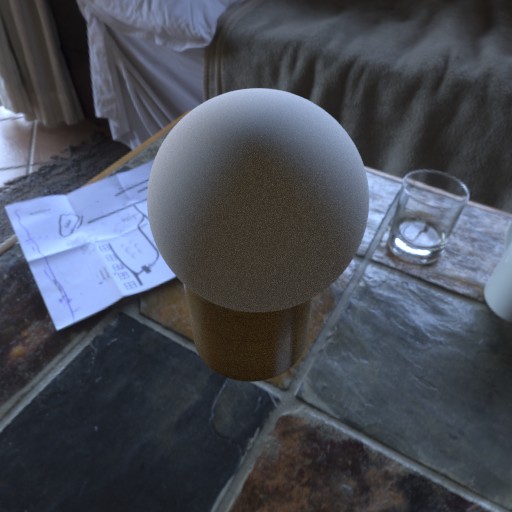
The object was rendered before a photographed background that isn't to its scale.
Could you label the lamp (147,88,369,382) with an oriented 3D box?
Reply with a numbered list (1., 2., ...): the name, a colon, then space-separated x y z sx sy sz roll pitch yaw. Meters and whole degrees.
1. lamp: 0.000 0.000 0.333 0.141 0.250 0.152 -10 47 -10
